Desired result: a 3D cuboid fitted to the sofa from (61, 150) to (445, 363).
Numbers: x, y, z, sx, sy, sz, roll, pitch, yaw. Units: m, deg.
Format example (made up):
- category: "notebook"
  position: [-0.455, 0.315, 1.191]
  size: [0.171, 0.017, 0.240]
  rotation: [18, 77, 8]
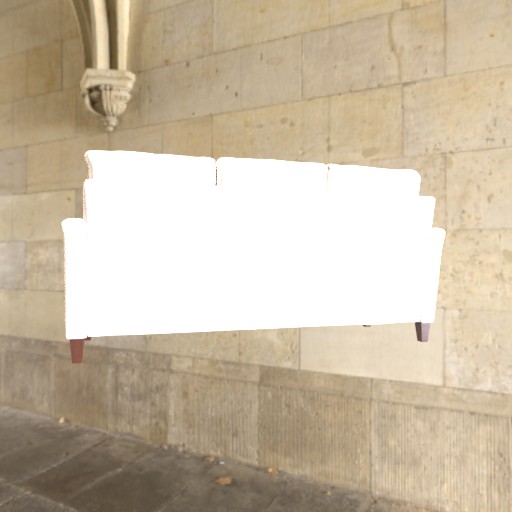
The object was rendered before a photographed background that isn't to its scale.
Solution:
- category: "sofa"
  position: [0.000, 0.000, 2.479]
  size: [1.925, 0.961, 0.828]
  rotation: [0, -1, -17]
